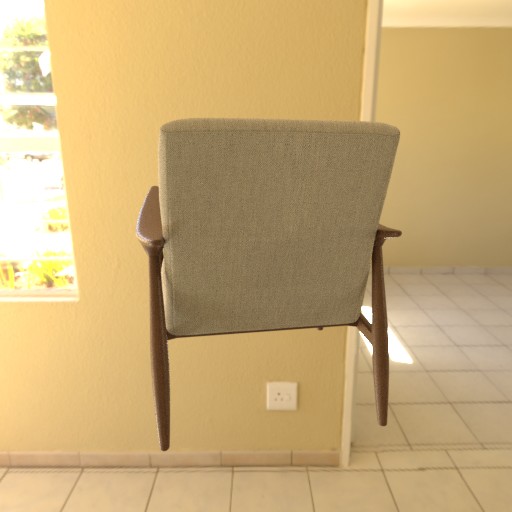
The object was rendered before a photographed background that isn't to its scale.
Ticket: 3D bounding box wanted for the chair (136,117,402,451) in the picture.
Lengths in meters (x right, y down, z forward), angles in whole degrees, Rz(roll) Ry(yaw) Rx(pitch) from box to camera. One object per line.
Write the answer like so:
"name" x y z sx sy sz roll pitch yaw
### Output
"chair" 0.000 0.000 1.447 0.741 0.832 0.798 -3 15 -9
